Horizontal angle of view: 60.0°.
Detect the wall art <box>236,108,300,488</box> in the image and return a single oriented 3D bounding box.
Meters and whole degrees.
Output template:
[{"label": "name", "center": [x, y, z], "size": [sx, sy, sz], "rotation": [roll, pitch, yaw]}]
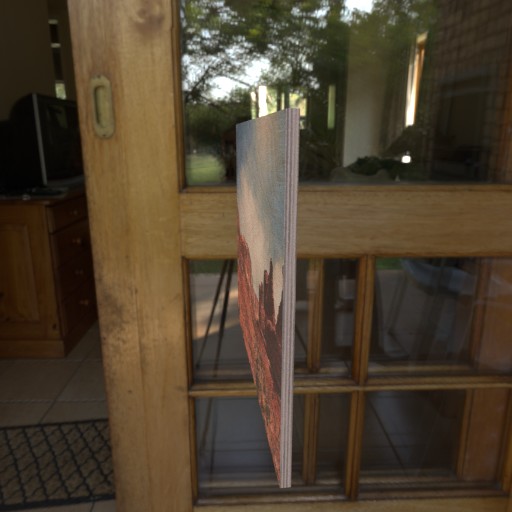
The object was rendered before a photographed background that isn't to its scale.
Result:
[{"label": "wall art", "center": [0.000, 0.000, 0.690], "size": [0.013, 0.406, 0.508], "rotation": [-2, 15, -7]}]
